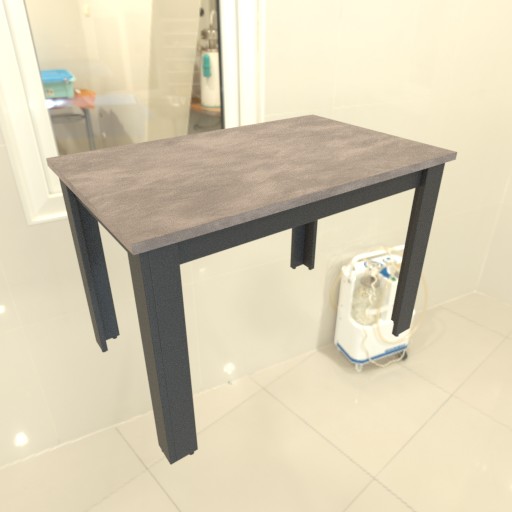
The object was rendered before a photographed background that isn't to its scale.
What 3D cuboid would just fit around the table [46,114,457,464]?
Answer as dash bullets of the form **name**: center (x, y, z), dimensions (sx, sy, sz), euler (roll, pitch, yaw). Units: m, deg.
- **table**: center (0.000, 0.000, 1.582), dimensions (1.100, 0.734, 0.700), euler (-19, 35, -30)
